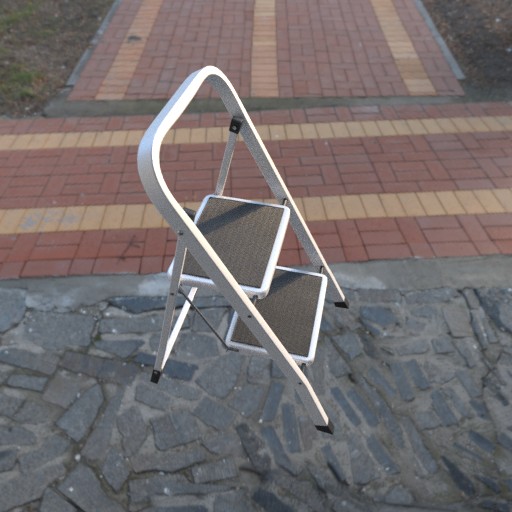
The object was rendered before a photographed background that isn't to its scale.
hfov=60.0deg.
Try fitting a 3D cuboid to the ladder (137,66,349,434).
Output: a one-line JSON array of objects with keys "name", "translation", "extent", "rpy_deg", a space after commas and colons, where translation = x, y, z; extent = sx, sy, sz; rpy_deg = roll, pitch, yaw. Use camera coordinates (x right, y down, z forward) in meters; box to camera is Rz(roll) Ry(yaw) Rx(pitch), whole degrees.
[{"name": "ladder", "translation": [0.000, 0.000, 1.108], "extent": [0.544, 0.810, 0.460], "rpy_deg": [10, 48, 9]}]
